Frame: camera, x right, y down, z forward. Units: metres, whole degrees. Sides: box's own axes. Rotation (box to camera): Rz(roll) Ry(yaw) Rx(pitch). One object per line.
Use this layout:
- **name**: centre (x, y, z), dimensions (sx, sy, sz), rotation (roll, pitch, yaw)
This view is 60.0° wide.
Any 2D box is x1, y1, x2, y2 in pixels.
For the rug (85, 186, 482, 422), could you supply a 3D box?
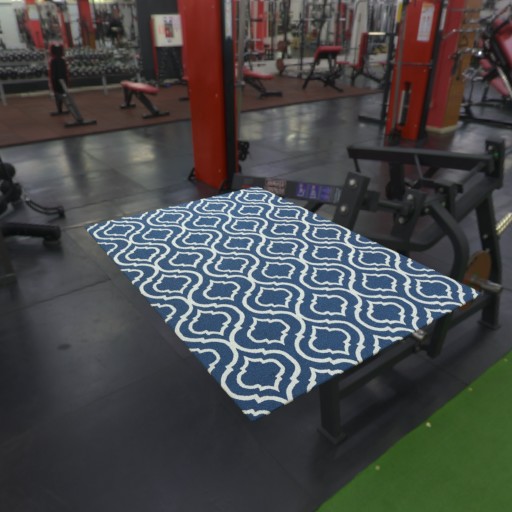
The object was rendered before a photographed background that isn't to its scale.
- **rug**: centre (0.000, 0.000, 2.803), dimensions (1.524, 0.010, 2.134), rotation (-18, 33, -30)
